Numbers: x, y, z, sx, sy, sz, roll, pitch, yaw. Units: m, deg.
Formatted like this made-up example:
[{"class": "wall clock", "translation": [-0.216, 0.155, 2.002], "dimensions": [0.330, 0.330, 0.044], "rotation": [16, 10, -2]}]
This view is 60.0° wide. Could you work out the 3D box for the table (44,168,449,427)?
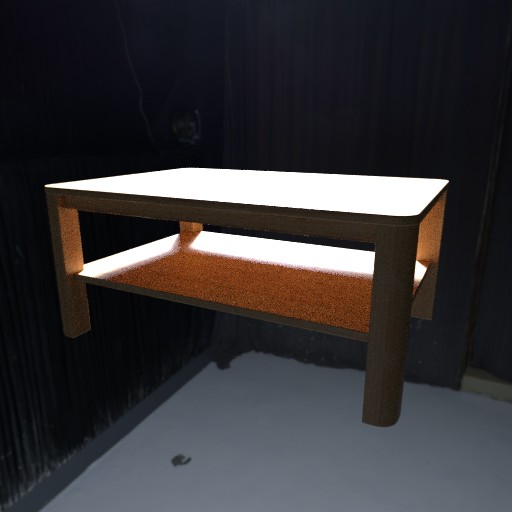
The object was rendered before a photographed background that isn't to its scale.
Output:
[{"class": "table", "translation": [0.000, 0.000, 1.358], "dimensions": [0.997, 0.445, 0.696], "rotation": [8, 18, 26]}]
